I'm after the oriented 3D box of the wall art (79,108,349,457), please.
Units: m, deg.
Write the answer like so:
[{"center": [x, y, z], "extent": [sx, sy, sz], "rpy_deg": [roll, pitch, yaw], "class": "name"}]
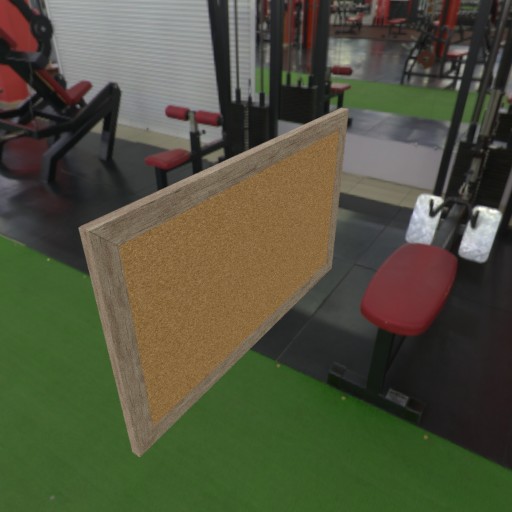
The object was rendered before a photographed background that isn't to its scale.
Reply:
[{"center": [0.000, 0.000, 0.973], "extent": [0.021, 0.480, 0.780], "rpy_deg": [21, 37, 29], "class": "wall art"}]
